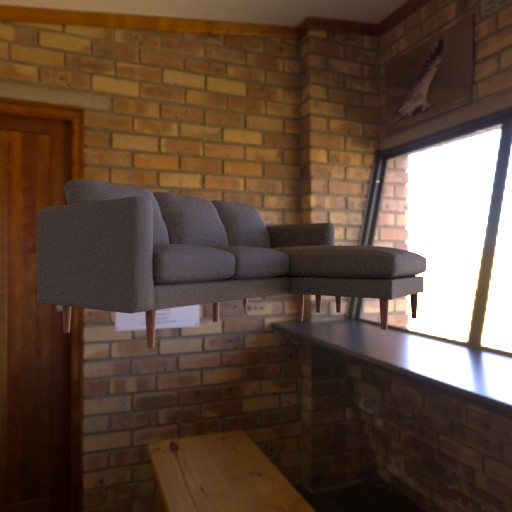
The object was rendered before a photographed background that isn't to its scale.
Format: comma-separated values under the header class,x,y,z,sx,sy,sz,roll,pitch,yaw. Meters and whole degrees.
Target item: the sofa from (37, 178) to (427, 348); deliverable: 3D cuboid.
class,x,y,z,sx,sy,sz,roll,pitch,yaw
sofa,0.000,0.000,2.836,1.591,0.897,2.031,0,0,36
